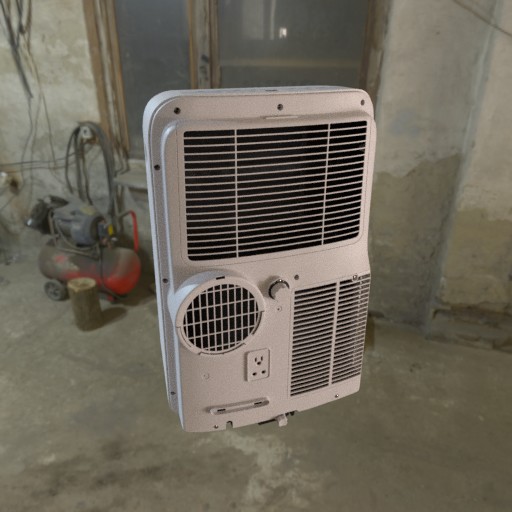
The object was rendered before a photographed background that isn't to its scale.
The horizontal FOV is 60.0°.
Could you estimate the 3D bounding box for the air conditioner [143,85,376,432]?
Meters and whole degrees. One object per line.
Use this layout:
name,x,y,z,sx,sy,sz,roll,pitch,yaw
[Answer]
air conditioner,0.000,0.000,0.975,0.454,0.700,0.365,-8,27,-17
